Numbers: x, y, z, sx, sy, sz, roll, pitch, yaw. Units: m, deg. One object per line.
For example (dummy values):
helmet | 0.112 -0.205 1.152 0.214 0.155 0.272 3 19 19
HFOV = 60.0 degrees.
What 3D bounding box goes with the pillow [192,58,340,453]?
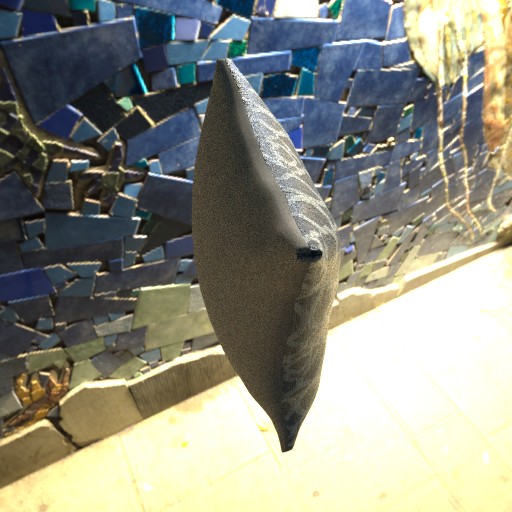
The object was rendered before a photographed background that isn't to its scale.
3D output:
pillow | 0.000 0.000 0.786 0.215 0.498 0.508 -9 46 -9
